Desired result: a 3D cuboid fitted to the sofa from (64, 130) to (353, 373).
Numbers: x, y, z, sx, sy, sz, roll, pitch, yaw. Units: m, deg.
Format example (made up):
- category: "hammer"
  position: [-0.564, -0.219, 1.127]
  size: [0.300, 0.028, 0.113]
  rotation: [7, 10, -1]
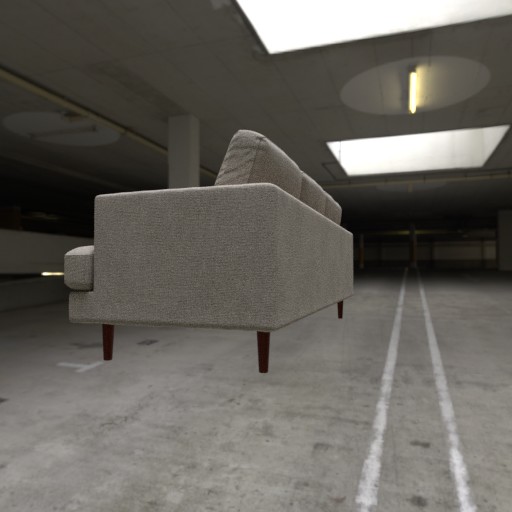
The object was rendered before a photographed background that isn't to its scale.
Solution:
- category: "sofa"
  position: [0.000, 0.000, 2.691]
  size: [0.903, 0.930, 2.246]
  rotation: [-1, -2, 19]
